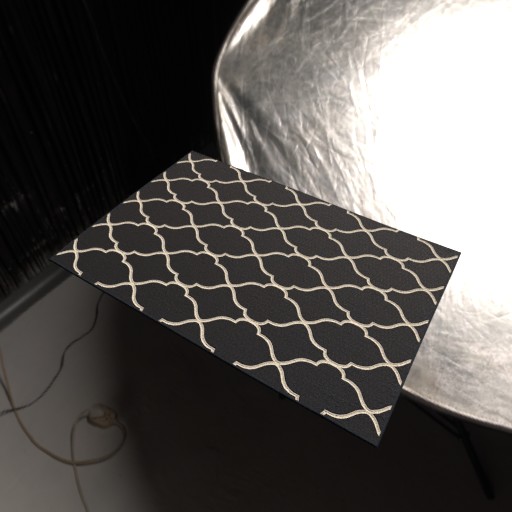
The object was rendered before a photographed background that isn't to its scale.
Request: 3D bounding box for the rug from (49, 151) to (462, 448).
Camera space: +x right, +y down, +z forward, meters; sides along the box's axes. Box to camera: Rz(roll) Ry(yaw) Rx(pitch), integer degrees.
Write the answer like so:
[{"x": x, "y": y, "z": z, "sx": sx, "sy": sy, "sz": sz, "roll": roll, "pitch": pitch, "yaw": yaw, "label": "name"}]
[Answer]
[{"x": 0.000, "y": 0.000, "z": 2.942, "sx": 2.294, "sy": 0.014, "sz": 1.528, "roll": 24, "pitch": 51, "yaw": 22, "label": "rug"}]
